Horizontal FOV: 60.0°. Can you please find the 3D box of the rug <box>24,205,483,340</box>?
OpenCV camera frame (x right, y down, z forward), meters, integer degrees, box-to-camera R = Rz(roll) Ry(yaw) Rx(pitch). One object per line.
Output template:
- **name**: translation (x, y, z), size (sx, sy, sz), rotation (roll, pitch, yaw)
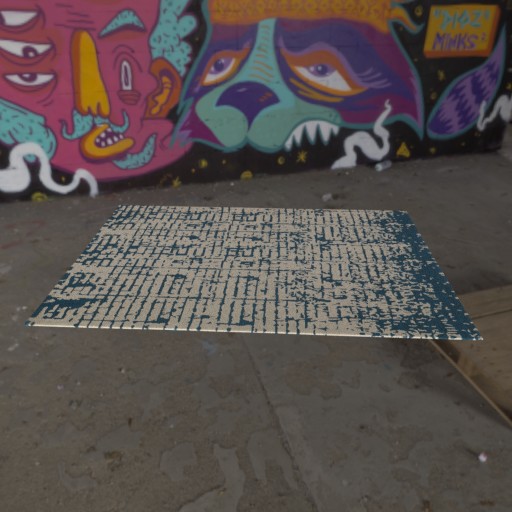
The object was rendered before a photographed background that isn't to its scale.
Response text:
- **rug**: translation (0.000, 0.000, 2.289), size (1.828, 0.007, 1.220), rotation (1, 30, 2)
